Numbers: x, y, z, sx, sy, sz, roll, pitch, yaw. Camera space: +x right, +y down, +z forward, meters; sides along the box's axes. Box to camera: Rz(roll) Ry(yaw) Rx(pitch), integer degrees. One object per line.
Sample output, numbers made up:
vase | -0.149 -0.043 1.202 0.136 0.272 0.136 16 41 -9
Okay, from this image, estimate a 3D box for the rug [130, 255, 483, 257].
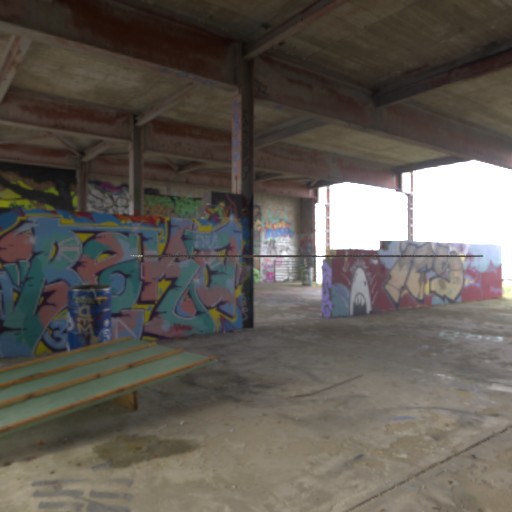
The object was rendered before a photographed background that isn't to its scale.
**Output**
rug | 0.000 0.000 3.766 2.005 0.013 2.890 0 0 -17
